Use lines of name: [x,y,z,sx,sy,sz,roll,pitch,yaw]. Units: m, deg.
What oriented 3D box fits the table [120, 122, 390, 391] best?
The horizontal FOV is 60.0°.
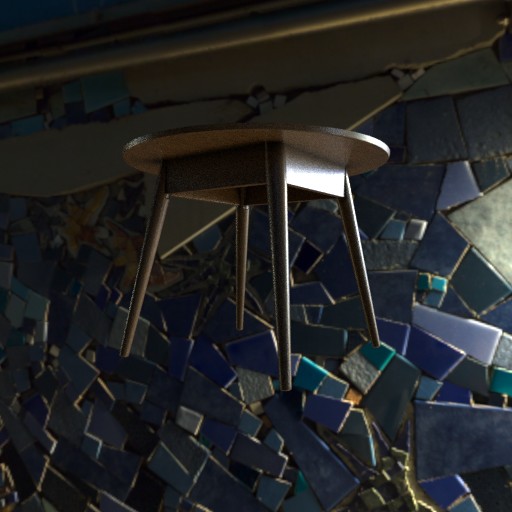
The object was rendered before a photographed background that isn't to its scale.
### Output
table: [0.000,0.000,1.821,1.053,0.786,1.053,0,0,0]
